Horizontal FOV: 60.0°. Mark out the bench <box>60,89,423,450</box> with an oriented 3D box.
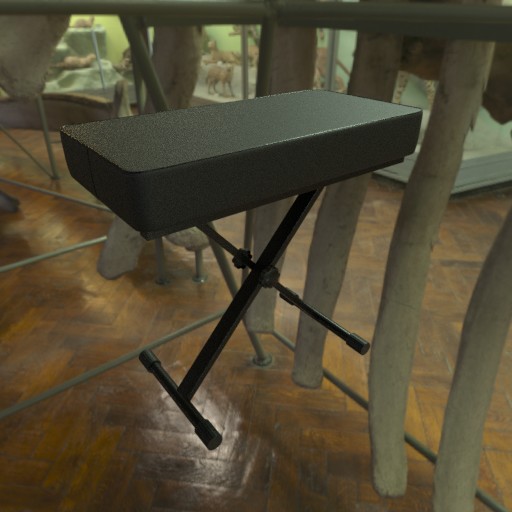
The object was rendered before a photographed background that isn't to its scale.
[{"bbox_3d":[0.000,0.000,0.918,0.600,0.561,0.300,-21,36,-32],"label":"bench"}]
